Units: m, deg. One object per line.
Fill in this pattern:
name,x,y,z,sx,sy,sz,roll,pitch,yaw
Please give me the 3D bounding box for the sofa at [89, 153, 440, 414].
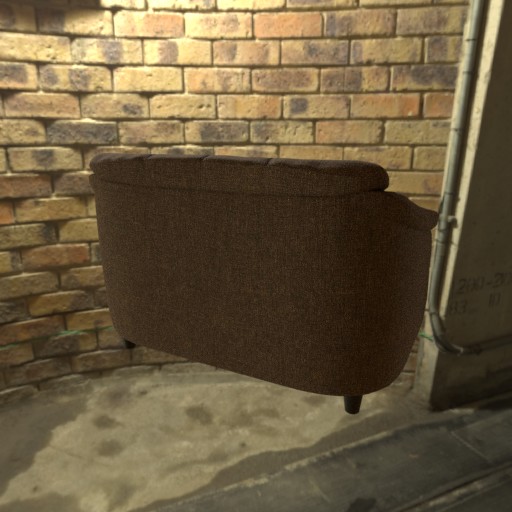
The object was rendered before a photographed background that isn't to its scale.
sofa,0.000,0.000,1.934,1.404,0.895,0.799,8,18,26
